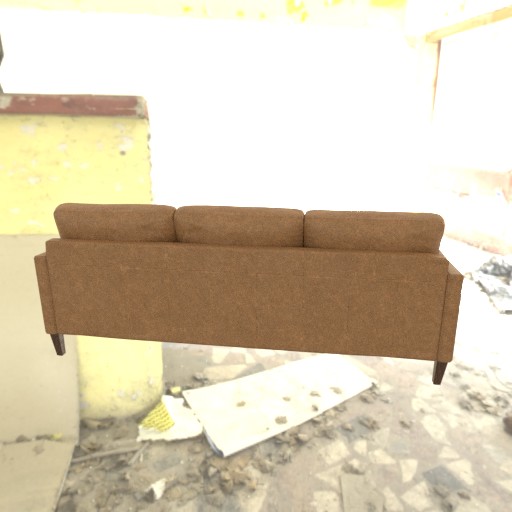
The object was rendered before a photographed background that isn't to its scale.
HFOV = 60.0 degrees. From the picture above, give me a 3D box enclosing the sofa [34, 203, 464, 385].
[{"bbox_3d":[0.000,0.000,2.945,2.178,0.876,1.506,2,17,8],"label":"sofa"}]
